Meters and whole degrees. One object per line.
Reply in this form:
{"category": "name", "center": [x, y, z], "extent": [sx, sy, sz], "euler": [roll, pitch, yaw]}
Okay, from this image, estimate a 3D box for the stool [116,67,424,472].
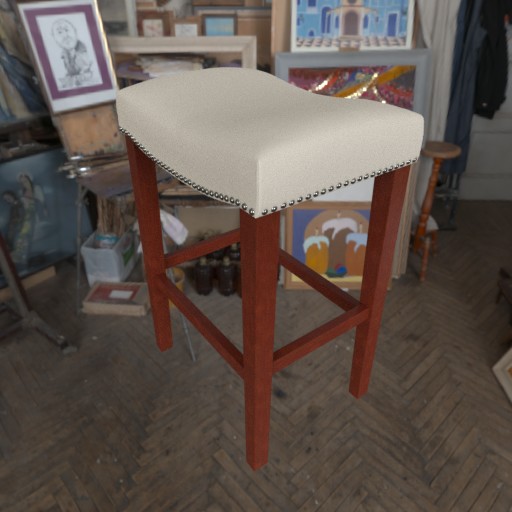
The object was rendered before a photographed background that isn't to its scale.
{"category": "stool", "center": [0.000, 0.000, 1.020], "extent": [0.372, 0.742, 0.504], "euler": [-22, 39, -30]}
